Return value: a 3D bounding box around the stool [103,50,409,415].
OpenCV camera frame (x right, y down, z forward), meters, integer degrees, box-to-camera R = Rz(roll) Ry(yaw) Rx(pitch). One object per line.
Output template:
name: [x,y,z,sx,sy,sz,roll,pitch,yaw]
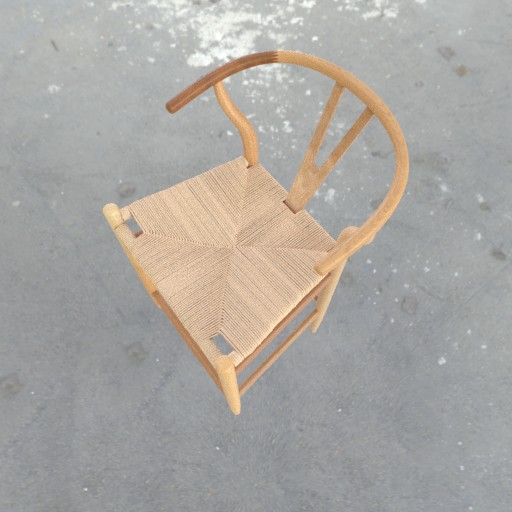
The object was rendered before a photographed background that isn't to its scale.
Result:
stool: [0.000,0.000,1.256,0.575,0.923,0.536,-34,68,-16]
